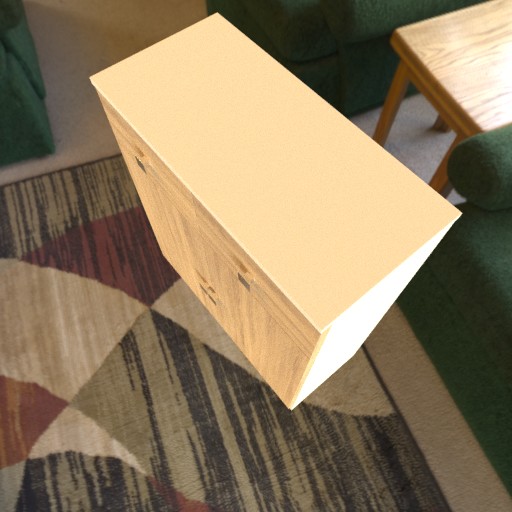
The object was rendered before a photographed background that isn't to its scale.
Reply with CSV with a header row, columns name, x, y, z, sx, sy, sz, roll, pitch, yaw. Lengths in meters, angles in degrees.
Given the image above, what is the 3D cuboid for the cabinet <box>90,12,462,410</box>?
name,x,y,z,sx,sy,sz,roll,pitch,yaw
cabinet,0.000,0.000,1.080,0.296,0.815,0.600,-36,68,-17
